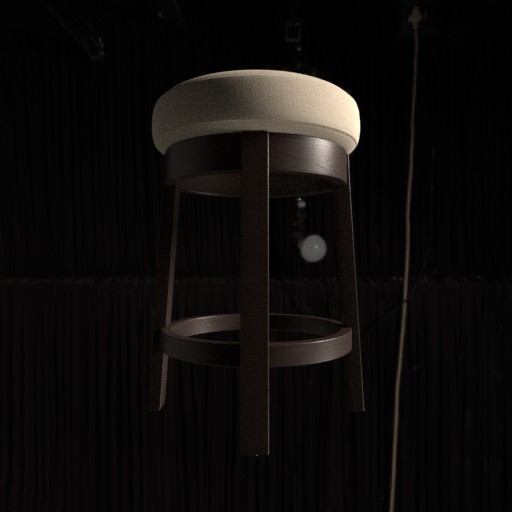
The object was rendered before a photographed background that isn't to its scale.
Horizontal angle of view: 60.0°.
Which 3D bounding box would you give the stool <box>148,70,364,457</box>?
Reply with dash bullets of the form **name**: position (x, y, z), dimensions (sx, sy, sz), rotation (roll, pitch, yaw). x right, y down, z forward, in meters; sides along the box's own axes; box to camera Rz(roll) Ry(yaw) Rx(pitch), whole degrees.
- **stool**: position (0.000, 0.000, 0.942), dimensions (0.449, 0.655, 0.449), rotation (0, 0, 0)
